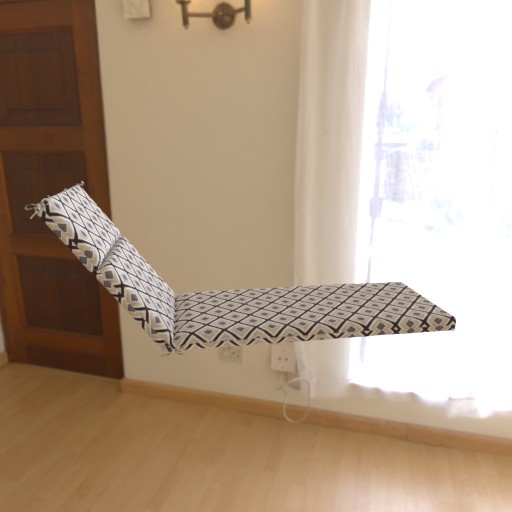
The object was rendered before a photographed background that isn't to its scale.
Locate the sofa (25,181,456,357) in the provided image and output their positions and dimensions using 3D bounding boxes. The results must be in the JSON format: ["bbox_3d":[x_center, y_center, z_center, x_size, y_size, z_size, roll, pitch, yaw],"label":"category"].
[{"bbox_3d":[0.000,0.000,1.939,1.663,0.622,0.582,-2,15,-9],"label":"sofa"}]
